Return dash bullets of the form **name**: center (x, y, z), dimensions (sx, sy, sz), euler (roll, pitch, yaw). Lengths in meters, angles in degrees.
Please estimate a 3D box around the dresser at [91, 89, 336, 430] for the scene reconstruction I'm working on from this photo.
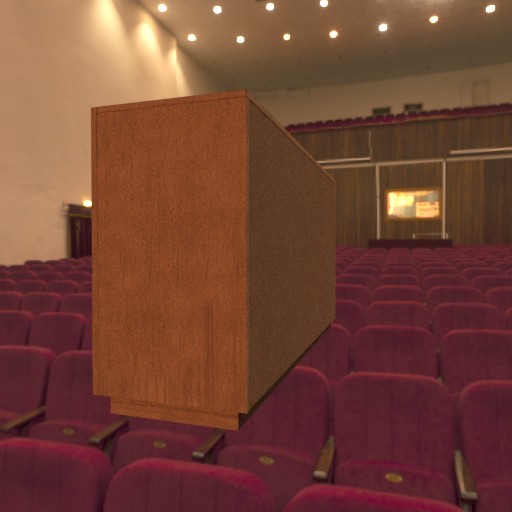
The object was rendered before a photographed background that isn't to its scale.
- **dresser**: center (0.000, 0.000, 1.995), dimensions (0.483, 0.889, 1.628), euler (0, 1, 18)
